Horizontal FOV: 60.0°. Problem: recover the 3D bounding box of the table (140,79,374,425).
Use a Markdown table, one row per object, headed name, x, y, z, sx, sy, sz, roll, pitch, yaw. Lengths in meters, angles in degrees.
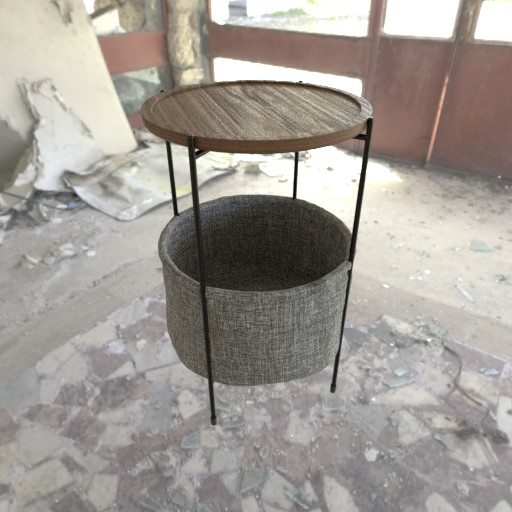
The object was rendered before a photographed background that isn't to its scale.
| name | x | y | z | sx | sy | sz | roll | pitch | yaw |
| --- | --- | --- | --- | --- | --- | --- | --- | --- | --- |
| table | 0.000 | 0.000 | 0.923 | 0.400 | 0.623 | 0.400 | -10 | 34 | -15 |
